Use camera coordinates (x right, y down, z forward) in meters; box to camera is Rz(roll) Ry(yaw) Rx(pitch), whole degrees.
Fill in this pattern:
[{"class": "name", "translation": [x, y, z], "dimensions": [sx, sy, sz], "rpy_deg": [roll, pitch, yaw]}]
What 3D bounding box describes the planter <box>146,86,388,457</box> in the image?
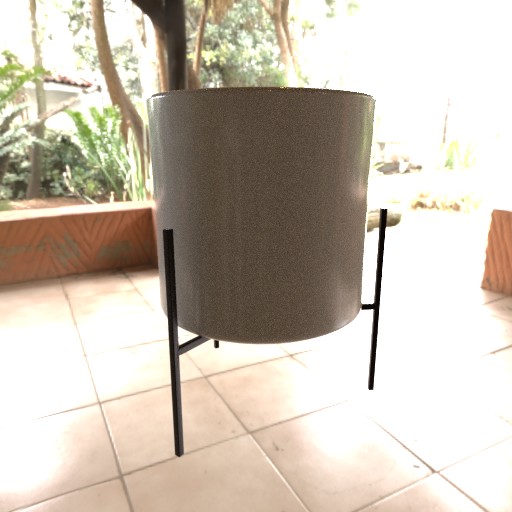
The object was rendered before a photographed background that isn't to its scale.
[{"class": "planter", "translation": [0.000, 0.000, 0.719], "dimensions": [0.360, 0.480, 0.361], "rpy_deg": [-8, 17, -27]}]
